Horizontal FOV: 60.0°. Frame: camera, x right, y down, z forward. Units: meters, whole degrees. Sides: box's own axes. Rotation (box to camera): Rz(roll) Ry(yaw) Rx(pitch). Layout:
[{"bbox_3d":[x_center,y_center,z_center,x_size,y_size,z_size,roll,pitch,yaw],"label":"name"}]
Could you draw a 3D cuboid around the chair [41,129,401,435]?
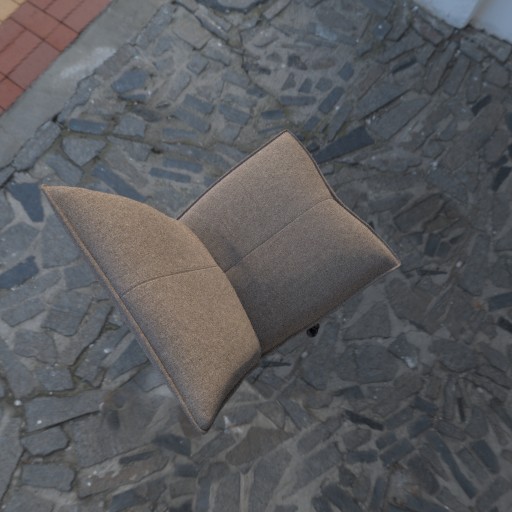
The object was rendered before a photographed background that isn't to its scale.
[{"bbox_3d":[0.000,0.000,1.283,0.696,0.811,0.597,-35,78,-8],"label":"chair"}]
